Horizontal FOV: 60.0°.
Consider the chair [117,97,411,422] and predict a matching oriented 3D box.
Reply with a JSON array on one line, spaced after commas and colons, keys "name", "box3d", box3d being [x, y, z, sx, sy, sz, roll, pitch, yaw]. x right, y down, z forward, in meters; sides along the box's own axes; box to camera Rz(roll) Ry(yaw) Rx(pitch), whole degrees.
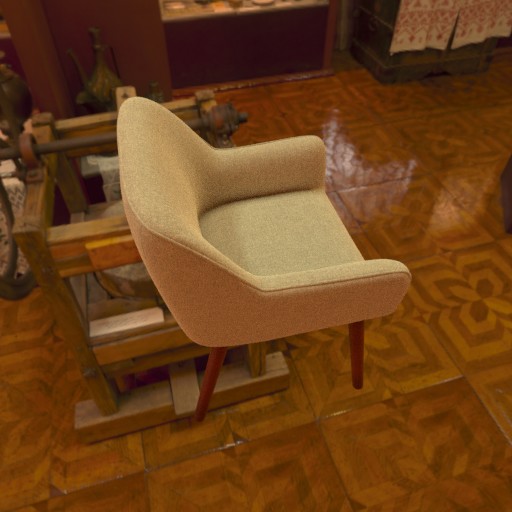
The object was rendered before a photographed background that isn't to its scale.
[{"name": "chair", "box3d": [0.000, 0.000, 1.271, 0.610, 0.813, 0.610, -10, 47, -10]}]
